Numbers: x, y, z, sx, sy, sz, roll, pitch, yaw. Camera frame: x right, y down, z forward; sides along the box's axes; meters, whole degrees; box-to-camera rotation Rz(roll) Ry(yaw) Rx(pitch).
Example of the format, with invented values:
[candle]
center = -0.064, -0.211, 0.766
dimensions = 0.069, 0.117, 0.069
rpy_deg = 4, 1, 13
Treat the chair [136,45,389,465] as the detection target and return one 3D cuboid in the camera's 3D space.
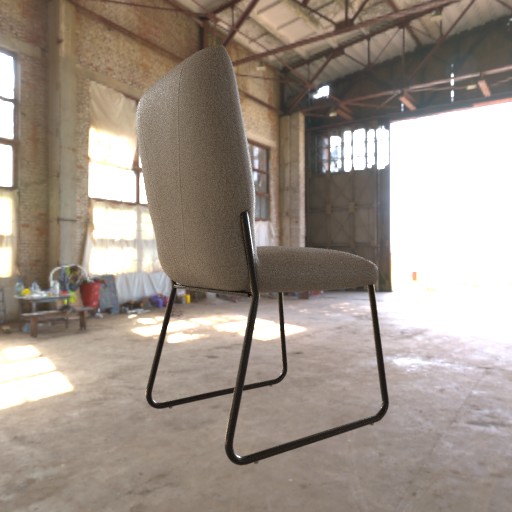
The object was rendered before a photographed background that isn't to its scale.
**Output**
[chair]
center = 0.000, 0.000, 1.180
dimensions = 0.560, 0.864, 0.448
rpy_deg = 0, 0, -36
